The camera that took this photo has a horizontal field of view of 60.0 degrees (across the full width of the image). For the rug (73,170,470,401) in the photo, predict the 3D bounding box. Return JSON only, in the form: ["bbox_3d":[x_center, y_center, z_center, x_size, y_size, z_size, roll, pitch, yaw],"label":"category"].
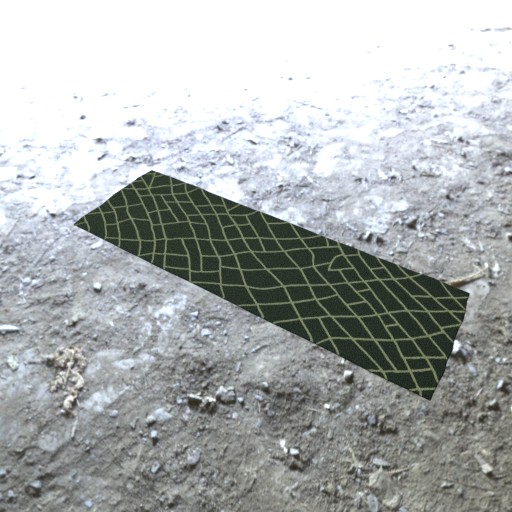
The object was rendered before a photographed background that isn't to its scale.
[{"bbox_3d":[0.000,0.000,2.804,2.476,0.010,0.807,23,49,22],"label":"rug"}]
